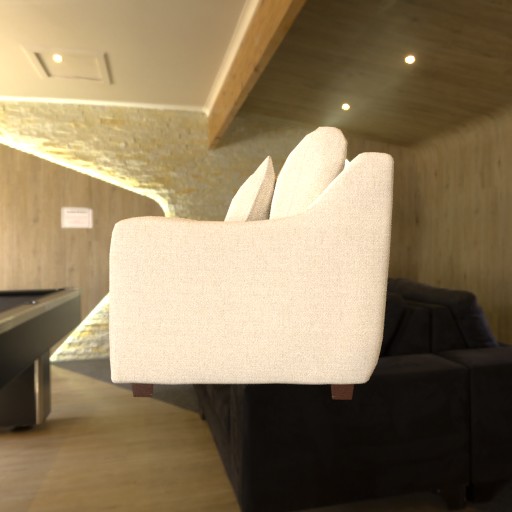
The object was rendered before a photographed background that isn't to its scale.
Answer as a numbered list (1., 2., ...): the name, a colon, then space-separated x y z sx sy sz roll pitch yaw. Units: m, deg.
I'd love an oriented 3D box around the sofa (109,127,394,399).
1. sofa: 0.000 0.000 2.403 1.040 1.047 1.744 0 0 2
